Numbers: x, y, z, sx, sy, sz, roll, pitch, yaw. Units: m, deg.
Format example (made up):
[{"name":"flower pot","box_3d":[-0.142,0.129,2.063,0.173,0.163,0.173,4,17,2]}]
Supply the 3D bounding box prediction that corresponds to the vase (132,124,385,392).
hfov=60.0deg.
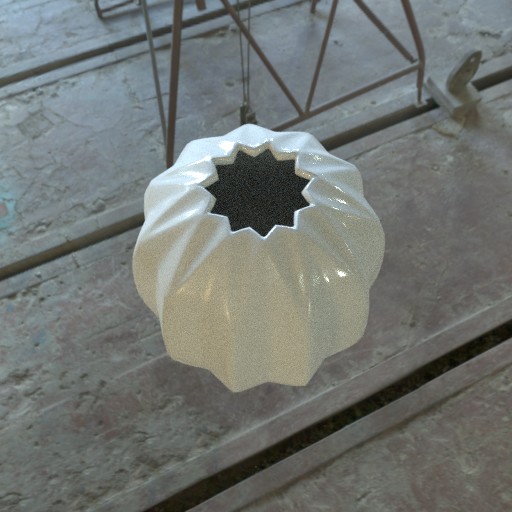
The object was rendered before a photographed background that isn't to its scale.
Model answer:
[{"name":"vase","box_3d":[0.000,0.000,0.247,0.139,0.134,0.139,0,65,0]}]
